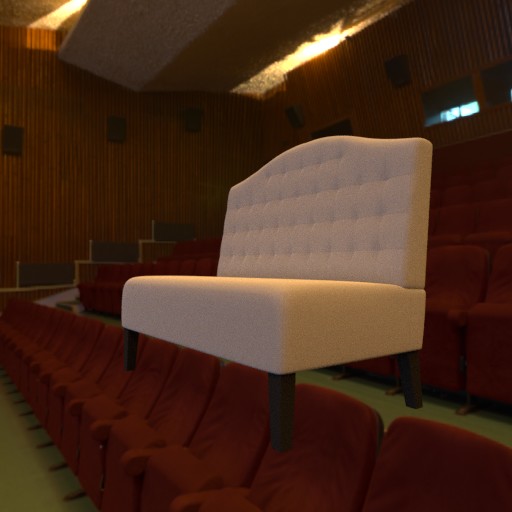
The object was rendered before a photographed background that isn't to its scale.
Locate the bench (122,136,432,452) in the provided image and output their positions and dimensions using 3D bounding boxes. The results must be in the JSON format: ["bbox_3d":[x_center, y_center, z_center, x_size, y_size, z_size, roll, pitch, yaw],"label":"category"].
[{"bbox_3d":[0.000,0.000,2.050,0.815,1.180,1.335,1,-2,-36],"label":"bench"}]
